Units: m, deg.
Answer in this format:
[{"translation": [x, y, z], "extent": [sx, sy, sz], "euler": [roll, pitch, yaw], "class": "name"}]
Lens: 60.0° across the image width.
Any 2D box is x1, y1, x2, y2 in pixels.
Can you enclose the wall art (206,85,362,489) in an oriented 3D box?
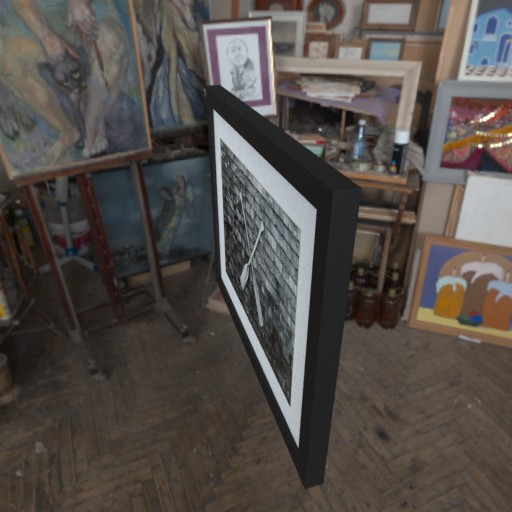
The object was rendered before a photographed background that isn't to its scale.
[{"translation": [0.000, 0.000, 0.750], "extent": [0.029, 0.457, 0.558], "euler": [-9, 32, -15], "class": "wall art"}]
